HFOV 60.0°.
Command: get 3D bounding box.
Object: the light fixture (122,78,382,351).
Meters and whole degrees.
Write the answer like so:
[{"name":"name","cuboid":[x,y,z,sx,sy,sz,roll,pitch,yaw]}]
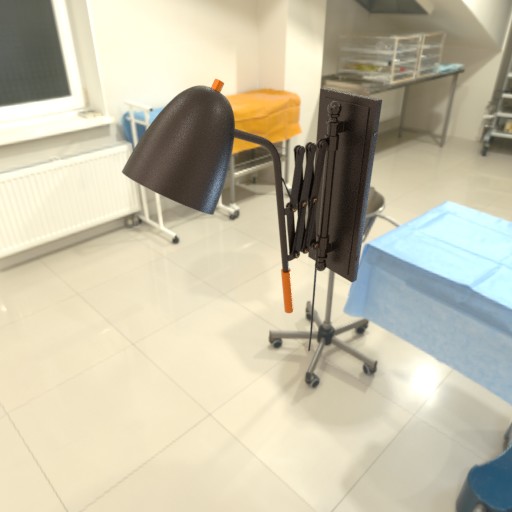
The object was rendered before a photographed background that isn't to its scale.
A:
[{"name":"light fixture","cuboid":[0.000,0.000,0.928,0.499,0.715,0.162,-22,38,-32]}]
